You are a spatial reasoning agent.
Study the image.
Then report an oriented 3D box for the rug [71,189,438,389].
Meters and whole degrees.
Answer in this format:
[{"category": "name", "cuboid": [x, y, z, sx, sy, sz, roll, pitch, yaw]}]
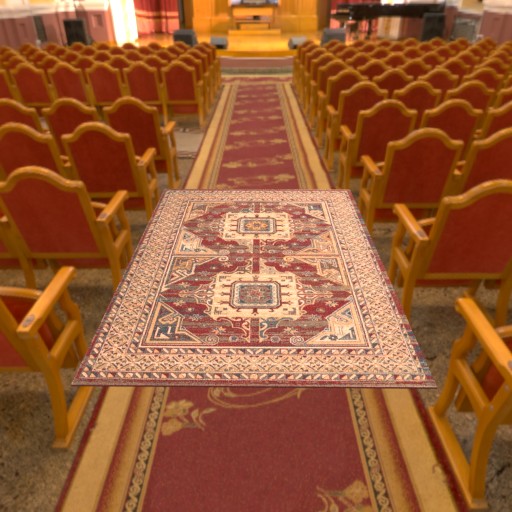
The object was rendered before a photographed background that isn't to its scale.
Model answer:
[{"category": "rug", "cuboid": [0.000, 0.000, 2.879, 1.599, 0.011, 2.210, 0, 31, 0]}]
